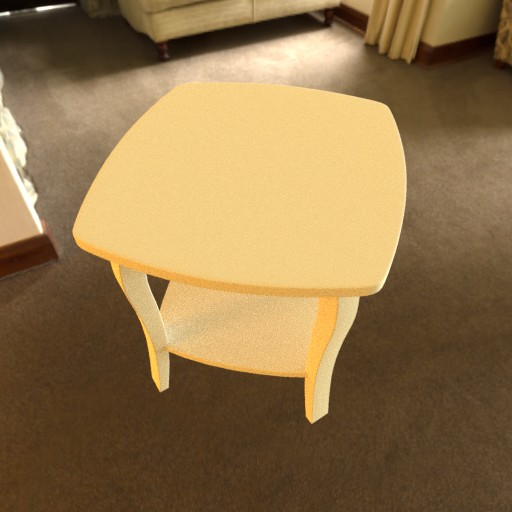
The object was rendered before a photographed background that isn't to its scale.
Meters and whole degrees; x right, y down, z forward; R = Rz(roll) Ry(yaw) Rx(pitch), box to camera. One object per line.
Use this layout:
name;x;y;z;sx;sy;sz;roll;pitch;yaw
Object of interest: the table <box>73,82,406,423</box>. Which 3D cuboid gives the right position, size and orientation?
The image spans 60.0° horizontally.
table;0.000;0.000;0.841;0.451;0.438;0.502;9;47;8
